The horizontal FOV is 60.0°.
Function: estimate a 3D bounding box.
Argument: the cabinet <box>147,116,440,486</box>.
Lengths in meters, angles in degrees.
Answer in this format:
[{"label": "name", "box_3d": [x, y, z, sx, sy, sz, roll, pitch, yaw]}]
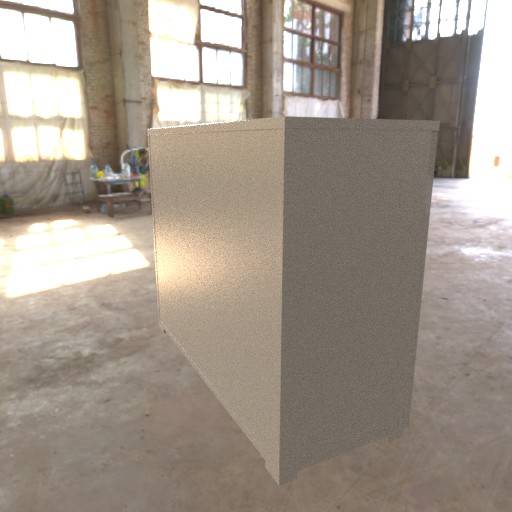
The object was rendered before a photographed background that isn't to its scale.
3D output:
[{"label": "cabinet", "box_3d": [0.000, 0.000, 1.421, 0.400, 0.800, 1.000, -7, 16, -26]}]
